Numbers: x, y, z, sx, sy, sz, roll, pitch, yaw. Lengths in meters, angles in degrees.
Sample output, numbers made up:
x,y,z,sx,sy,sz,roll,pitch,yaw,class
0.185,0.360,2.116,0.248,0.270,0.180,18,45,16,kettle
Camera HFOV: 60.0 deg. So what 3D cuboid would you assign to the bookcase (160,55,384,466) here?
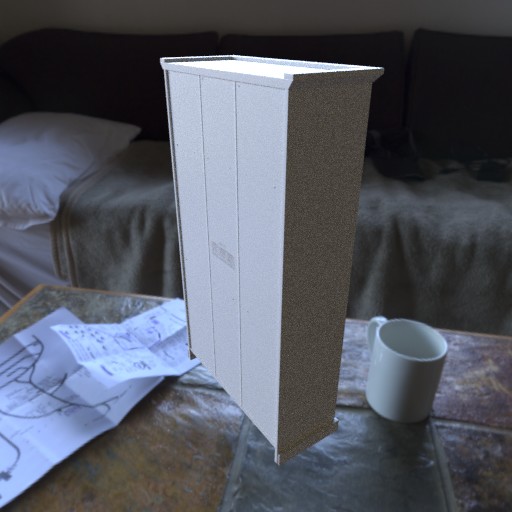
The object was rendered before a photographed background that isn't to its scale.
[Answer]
x,y,z,sx,sy,sz,roll,pitch,yaw,class
0.000,0.000,2.344,0.432,1.880,1.050,-17,32,-30,bookcase
